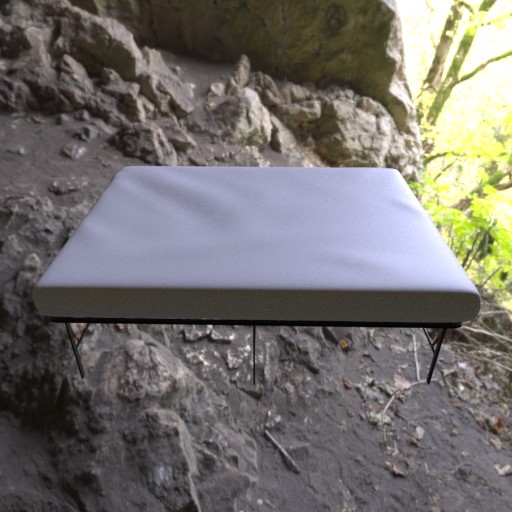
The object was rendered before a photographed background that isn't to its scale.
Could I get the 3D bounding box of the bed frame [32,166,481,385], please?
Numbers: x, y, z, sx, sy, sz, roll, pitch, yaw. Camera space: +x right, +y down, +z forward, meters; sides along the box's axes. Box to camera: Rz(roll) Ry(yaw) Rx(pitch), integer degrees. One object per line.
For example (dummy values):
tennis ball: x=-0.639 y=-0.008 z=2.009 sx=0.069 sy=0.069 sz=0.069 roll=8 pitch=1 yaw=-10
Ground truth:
bed frame: x=0.000 y=0.000 z=2.831 sx=2.151 sy=0.667 sz=1.584 roll=1 pitch=33 yaw=1
